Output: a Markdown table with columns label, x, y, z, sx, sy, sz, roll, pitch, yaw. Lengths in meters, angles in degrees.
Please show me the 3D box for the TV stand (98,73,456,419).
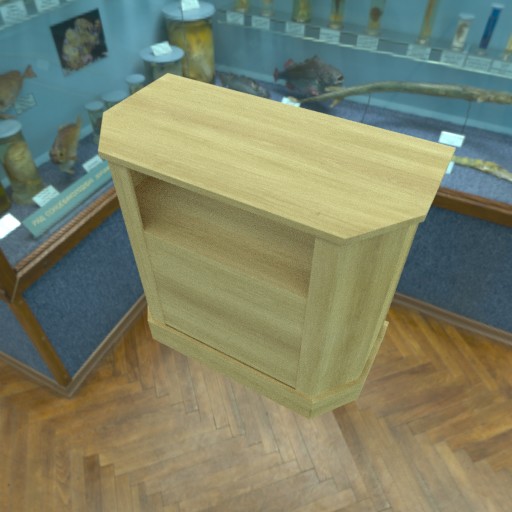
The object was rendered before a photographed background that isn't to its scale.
| label | x | y | z | sx | sy | sz | roll | pitch | yaw |
| --- | --- | --- | --- | --- | --- | --- | --- | --- | --- |
| TV stand | 0.000 | 0.000 | 1.347 | 0.851 | 0.781 | 0.425 | 22 | 50 | 20 |
